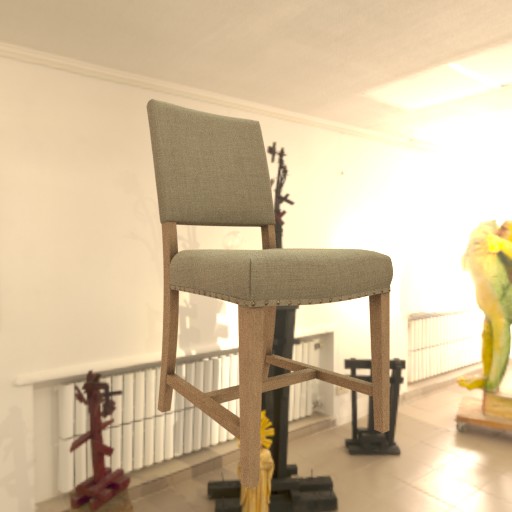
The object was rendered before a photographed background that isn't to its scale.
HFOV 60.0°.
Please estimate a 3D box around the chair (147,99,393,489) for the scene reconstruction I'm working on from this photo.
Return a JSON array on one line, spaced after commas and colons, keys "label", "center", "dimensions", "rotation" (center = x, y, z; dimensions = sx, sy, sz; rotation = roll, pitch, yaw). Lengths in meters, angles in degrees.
[{"label": "chair", "center": [0.000, 0.000, 1.331], "dimensions": [0.508, 0.986, 0.622], "rotation": [-1, 2, -37]}]
